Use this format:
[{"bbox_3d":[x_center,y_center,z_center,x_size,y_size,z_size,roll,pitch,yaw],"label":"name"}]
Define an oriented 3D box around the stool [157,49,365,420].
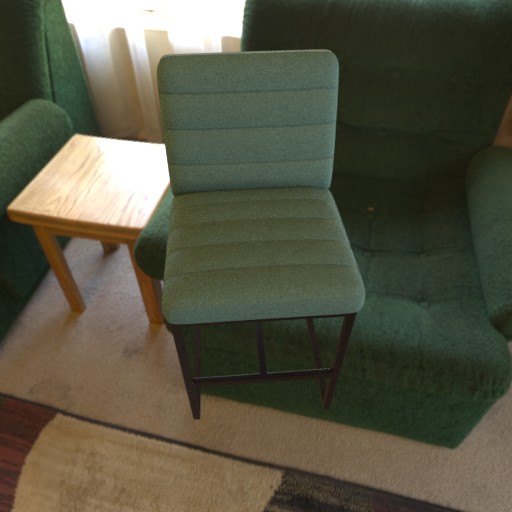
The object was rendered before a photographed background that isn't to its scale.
[{"bbox_3d":[0.000,0.000,1.258,0.460,0.940,0.560,-3,46,-3],"label":"stool"}]
